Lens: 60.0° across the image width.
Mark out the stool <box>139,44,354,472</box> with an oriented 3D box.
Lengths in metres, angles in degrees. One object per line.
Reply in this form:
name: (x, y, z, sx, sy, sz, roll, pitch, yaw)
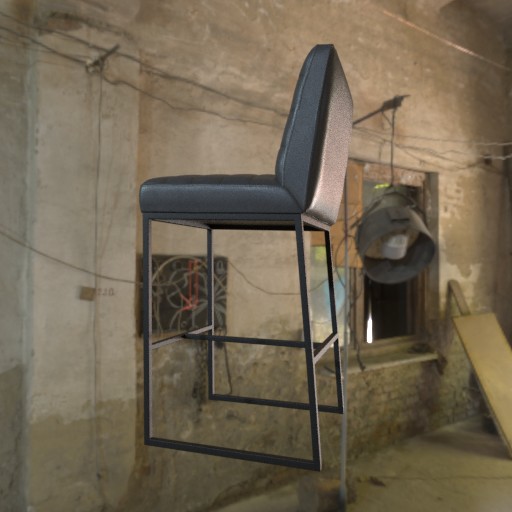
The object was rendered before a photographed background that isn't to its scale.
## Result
stool: (0.000, 0.000, 1.349, 0.552, 1.040, 0.457, 0, -1, 19)
